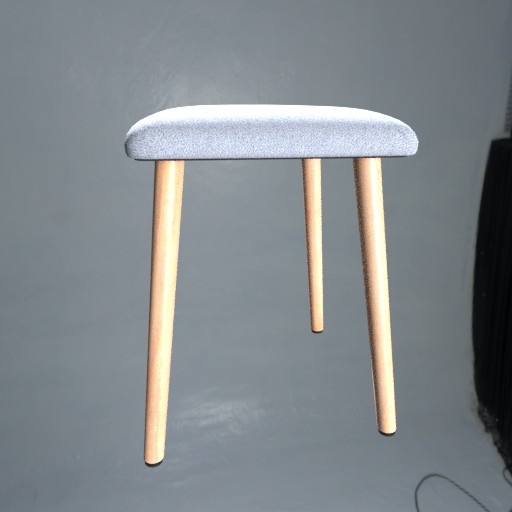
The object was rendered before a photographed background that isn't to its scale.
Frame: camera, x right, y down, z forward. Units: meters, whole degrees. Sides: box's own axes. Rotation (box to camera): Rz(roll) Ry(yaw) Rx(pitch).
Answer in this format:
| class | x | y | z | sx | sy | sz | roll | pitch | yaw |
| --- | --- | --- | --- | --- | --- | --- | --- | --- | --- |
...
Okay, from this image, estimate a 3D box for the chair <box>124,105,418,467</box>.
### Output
| class | x | y | z | sx | sy | sz | roll | pitch | yaw |
| --- | --- | --- | --- | --- | --- | --- | --- | --- | --- |
| chair | 0.000 | 0.000 | 0.685 | 0.350 | 0.440 | 0.350 | -3 | 17 | -10 |
